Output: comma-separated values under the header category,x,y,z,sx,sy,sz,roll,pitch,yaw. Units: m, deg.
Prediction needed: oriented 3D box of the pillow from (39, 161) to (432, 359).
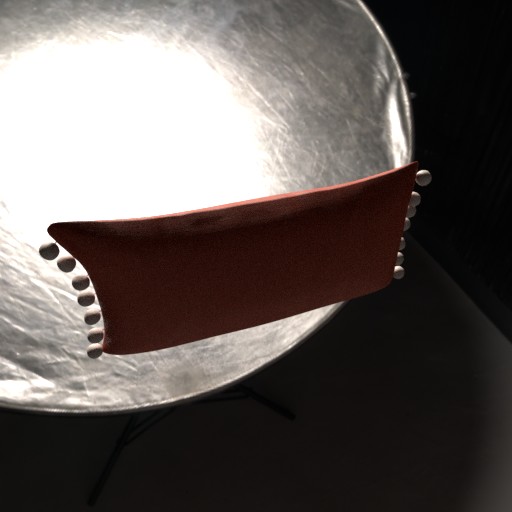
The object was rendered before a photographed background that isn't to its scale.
category,x,y,z,sx,sy,sz,roll,pitch,yaw
pillow,0.000,0.000,0.852,0.709,0.322,0.201,-13,43,-14
